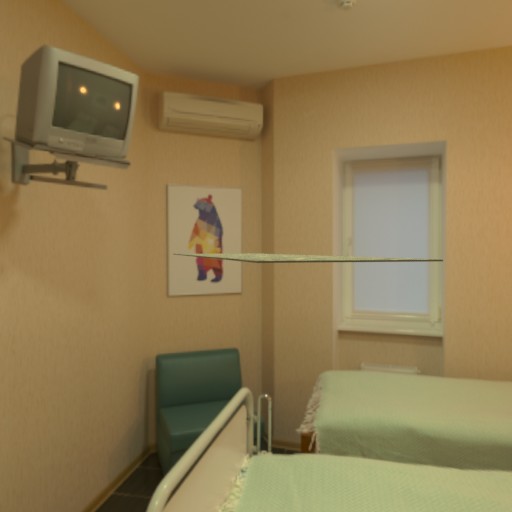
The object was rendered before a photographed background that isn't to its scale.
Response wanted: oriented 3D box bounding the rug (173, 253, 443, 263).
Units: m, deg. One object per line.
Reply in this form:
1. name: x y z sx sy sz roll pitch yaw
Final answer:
1. rug: 0.000 0.000 2.534 0.684 0.009 2.275 0 1 -17
